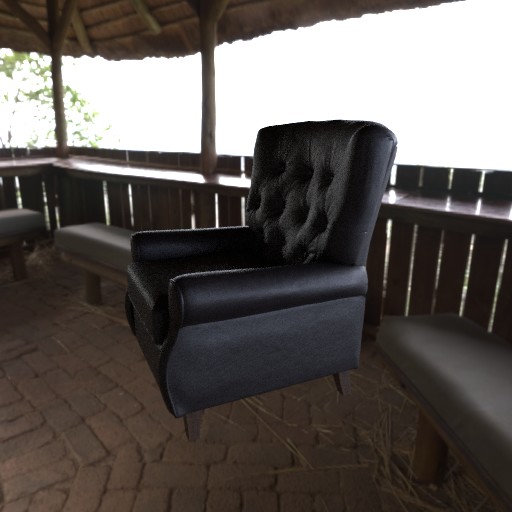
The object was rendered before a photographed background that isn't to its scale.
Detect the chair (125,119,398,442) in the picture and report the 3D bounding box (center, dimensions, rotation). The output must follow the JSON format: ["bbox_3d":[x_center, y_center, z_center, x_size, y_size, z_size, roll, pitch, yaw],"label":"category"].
[{"bbox_3d":[0.000,0.000,1.954,1.058,1.158,0.948,-7,18,-24],"label":"chair"}]
